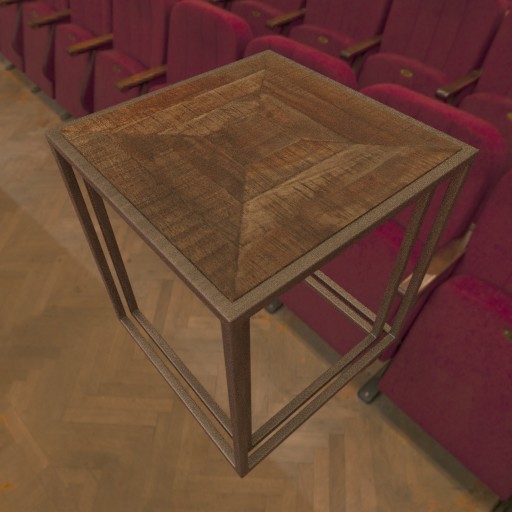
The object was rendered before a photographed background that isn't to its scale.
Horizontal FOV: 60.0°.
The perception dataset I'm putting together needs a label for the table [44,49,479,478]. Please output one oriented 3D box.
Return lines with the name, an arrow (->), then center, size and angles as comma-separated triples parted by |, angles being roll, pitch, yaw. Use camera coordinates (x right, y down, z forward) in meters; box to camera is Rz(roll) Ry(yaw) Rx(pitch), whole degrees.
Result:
table -> 0.000, 0.000, 0.824 | 0.450, 0.500, 0.449 | -32, 55, -26
